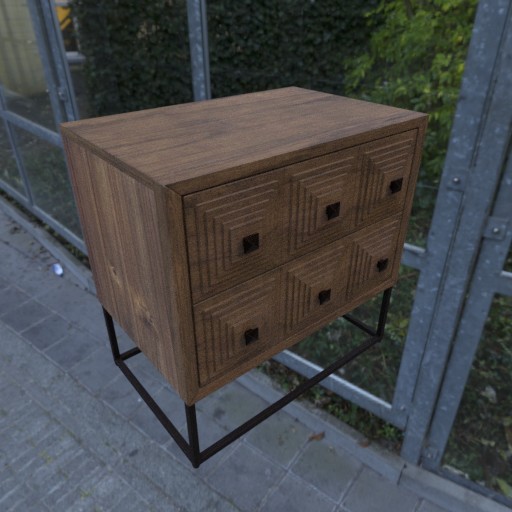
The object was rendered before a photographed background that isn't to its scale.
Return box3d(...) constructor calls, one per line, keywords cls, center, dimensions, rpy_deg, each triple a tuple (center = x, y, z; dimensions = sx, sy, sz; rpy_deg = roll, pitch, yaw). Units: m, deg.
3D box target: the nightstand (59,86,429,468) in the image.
box3d(cls="nightstand", center=(0.000, 0.000, 1.012), dimensions=(0.610, 0.610, 0.437), rpy_deg=(-23, 38, -33))
